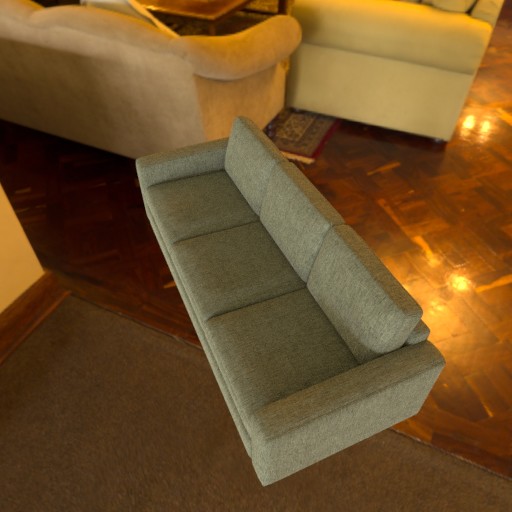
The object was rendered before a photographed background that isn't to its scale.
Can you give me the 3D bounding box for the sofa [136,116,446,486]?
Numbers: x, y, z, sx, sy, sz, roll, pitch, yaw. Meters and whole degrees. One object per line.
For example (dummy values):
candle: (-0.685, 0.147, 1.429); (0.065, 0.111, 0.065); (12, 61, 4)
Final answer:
sofa: (0.000, 0.000, 2.605); (0.900, 0.800, 2.160); (-17, 48, -17)
